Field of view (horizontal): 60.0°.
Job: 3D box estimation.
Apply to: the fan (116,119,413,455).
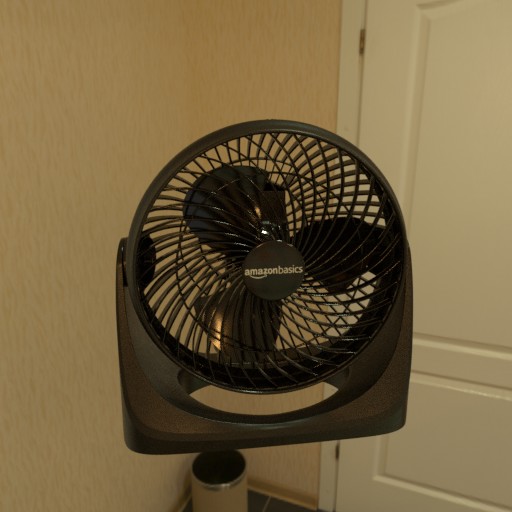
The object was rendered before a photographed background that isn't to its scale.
[{"bbox_3d":[0.000,0.000,0.473,0.273,0.277,0.256,-2,17,-7],"label":"fan"}]
